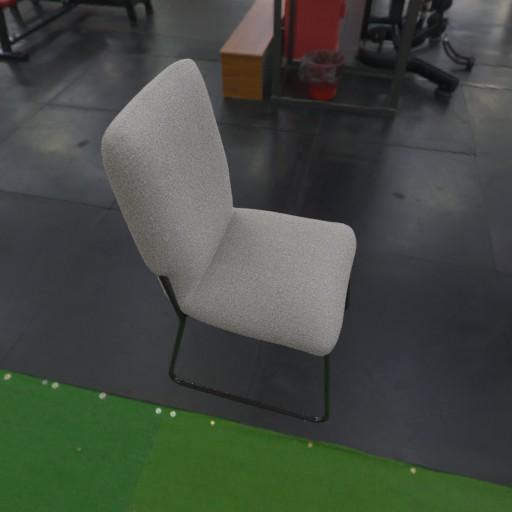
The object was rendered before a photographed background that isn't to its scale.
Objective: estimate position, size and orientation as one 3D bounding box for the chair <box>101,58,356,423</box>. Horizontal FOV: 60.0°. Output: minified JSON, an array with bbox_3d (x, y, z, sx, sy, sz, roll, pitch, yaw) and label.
[{"bbox_3d":[0.000,0.000,1.193,0.560,0.864,0.448,12,47,11],"label":"chair"}]
